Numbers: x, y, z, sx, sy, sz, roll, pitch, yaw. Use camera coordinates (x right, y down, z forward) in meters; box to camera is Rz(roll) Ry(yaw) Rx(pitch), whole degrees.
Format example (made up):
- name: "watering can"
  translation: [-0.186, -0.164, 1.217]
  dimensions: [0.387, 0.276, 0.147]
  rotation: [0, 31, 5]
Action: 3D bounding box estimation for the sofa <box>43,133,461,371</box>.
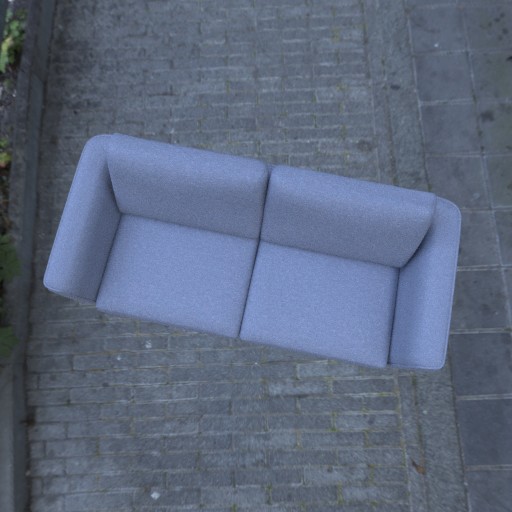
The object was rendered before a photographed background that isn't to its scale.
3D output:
- name: "sofa"
  translation: [0.000, 0.000, 2.449]
  dimensions: [2.000, 0.870, 0.920]
  rotation: [11, 77, 3]
